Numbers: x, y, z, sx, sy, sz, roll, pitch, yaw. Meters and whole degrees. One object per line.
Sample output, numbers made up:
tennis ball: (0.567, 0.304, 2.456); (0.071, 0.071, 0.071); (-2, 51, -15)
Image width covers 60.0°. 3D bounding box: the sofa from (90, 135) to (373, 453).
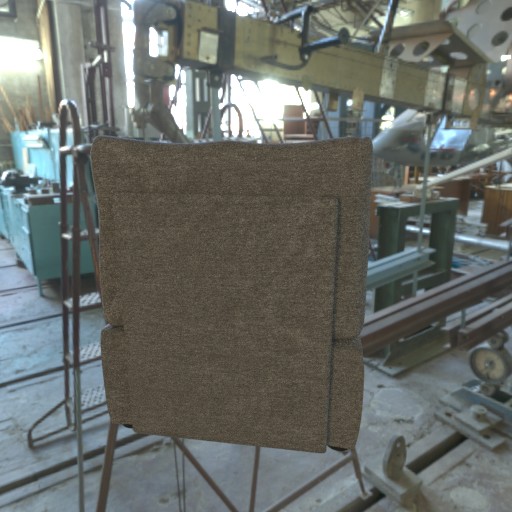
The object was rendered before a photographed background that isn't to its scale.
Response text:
sofa: (0.000, 0.000, 1.558); (0.700, 0.820, 1.000); (2, 16, 9)
